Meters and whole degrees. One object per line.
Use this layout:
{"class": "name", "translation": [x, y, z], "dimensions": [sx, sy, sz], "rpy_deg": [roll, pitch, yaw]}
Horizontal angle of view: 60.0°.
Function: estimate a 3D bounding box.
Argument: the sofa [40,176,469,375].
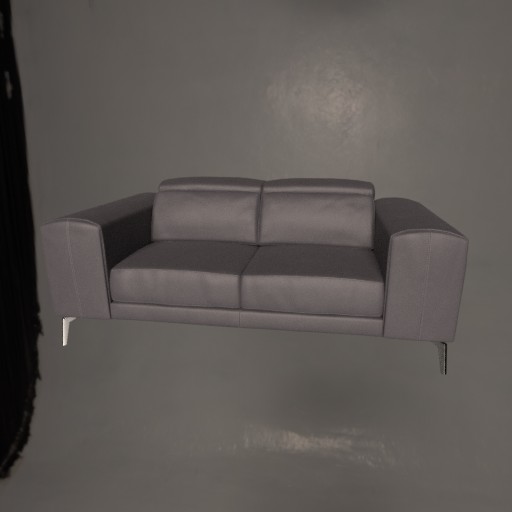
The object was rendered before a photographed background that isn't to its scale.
{"class": "sofa", "translation": [0.000, 0.000, 2.415], "dimensions": [1.895, 0.779, 1.003], "rpy_deg": [2, 15, 9]}
